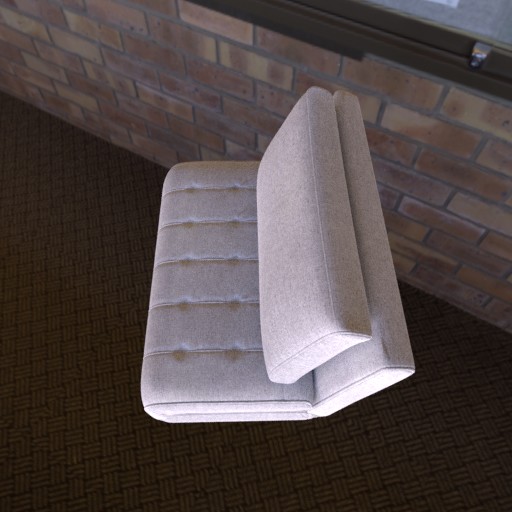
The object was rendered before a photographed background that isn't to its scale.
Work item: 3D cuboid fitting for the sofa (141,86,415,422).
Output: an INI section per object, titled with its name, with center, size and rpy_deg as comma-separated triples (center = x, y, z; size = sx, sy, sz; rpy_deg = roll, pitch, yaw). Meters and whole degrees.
[sofa]
center = 0.000, 0.000, 1.872
size = 0.910, 0.910, 1.220
rpy_deg = -1, 58, -1
